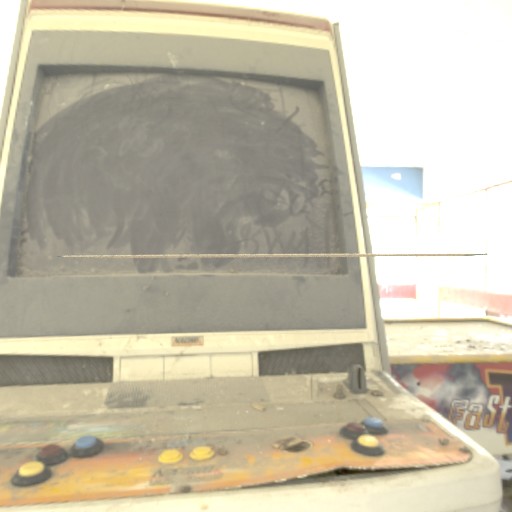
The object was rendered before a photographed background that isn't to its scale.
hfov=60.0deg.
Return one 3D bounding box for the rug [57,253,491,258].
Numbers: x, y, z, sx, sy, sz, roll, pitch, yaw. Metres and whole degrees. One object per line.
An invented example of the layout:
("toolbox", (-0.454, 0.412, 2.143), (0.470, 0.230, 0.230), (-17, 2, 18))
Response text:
("rug", (0.000, 0.000, 2.593), (2.372, 0.008, 0.620), (0, -1, 18))
